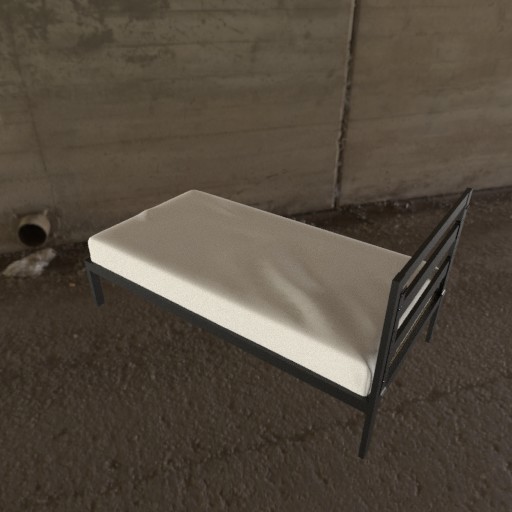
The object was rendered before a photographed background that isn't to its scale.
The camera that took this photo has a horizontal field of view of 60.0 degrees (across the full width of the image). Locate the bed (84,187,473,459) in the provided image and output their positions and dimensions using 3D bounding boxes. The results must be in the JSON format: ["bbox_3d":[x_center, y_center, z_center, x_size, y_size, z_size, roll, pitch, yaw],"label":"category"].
[{"bbox_3d":[0.000,0.000,2.556,1.930,0.967,0.991,21,37,30],"label":"bed"}]
